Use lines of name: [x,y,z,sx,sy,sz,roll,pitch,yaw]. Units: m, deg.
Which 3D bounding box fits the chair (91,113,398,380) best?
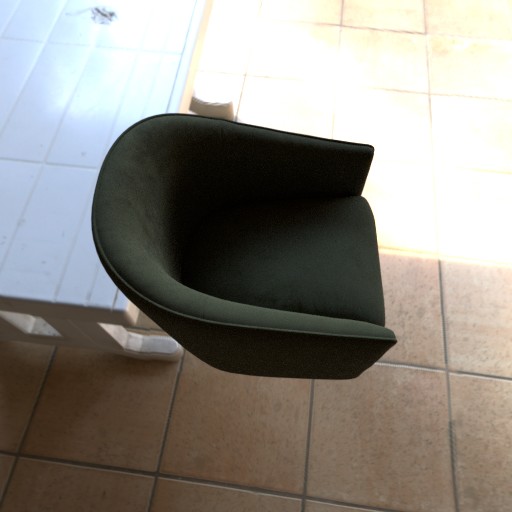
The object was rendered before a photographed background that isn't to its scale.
chair: [0.000,0.000,1.530,0.875,0.799,0.747,2,62,1]
